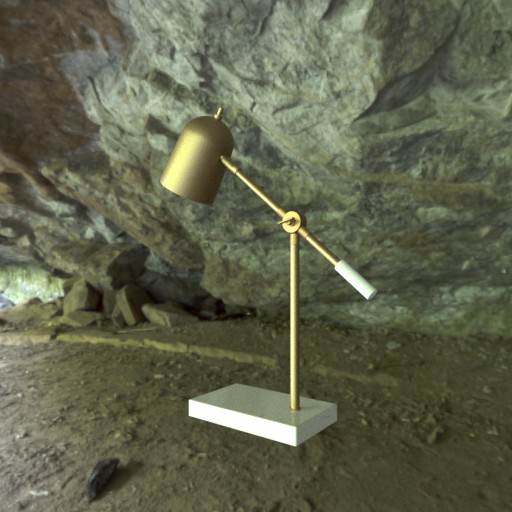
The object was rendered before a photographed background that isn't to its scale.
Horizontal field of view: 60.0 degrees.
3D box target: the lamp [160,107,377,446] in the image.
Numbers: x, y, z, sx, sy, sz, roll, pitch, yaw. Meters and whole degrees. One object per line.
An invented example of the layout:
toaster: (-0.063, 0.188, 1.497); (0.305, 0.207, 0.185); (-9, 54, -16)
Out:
lamp: (0.000, 0.000, 0.837); (0.471, 0.603, 0.144); (-1, -1, 37)
